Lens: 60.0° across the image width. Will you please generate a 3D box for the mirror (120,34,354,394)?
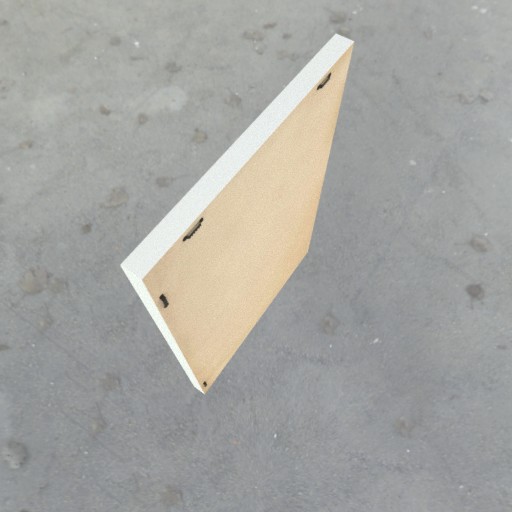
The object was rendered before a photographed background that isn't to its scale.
[{"bbox_3d":[0.000,0.000,0.927,0.039,0.710,0.507,32,67,15],"label":"mirror"}]
